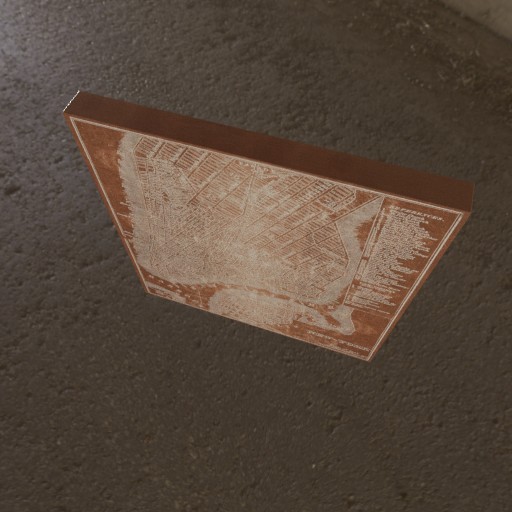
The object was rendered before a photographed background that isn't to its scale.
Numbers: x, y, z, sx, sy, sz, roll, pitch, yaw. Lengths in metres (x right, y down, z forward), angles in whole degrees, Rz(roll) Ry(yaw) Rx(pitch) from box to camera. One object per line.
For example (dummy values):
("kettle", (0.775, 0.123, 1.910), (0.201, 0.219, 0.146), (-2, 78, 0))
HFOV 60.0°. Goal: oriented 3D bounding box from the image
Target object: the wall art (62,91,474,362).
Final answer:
("wall art", (0.000, 0.000, 0.595), (0.403, 0.403, 0.035), (16, 60, 10))
